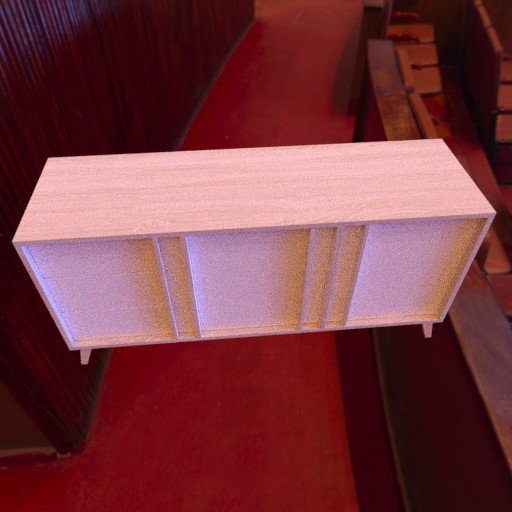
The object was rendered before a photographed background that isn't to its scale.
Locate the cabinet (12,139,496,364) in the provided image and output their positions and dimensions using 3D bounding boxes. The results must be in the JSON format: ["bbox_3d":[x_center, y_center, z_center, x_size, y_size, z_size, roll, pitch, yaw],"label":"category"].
[{"bbox_3d":[0.000,0.000,1.954,1.649,0.780,0.500,-4,45,-4],"label":"cabinet"}]
